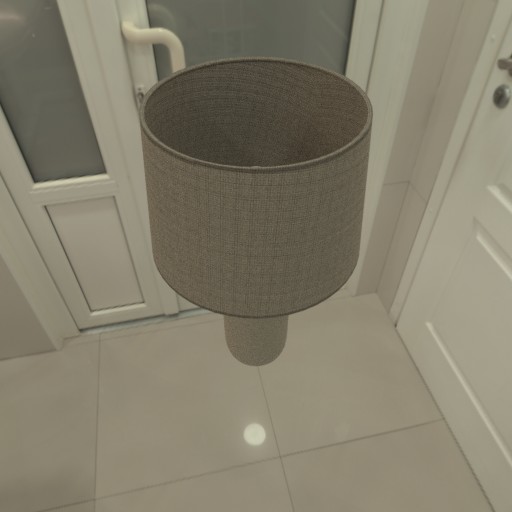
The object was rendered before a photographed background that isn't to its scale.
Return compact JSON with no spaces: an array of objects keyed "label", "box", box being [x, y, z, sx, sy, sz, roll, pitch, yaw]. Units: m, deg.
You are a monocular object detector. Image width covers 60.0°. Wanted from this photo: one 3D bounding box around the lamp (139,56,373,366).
[{"label":"lamp","box":[0.000,0.000,0.832,0.367,0.609,0.367,0,46,0]}]
